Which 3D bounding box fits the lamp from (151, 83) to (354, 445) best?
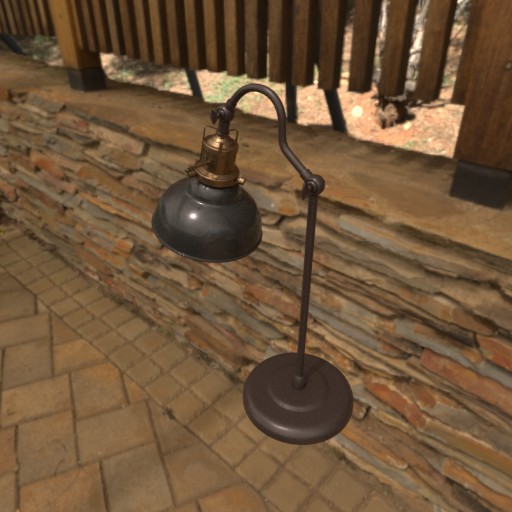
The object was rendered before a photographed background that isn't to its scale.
[{"bbox_3d":[0.000,0.000,0.689,0.374,0.508,0.192,21,37,31],"label":"lamp"}]
